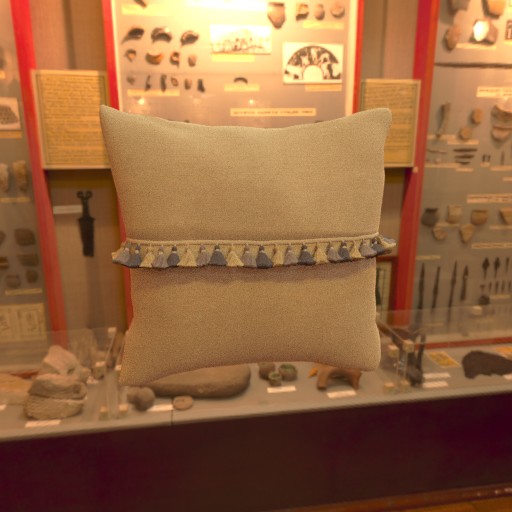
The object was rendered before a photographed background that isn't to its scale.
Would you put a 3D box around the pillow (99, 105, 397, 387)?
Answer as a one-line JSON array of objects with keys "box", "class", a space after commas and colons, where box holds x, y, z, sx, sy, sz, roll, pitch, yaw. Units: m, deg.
[{"box": [0.000, 0.000, 0.747, 0.489, 0.481, 0.165, -2, 15, -7], "class": "pillow"}]
